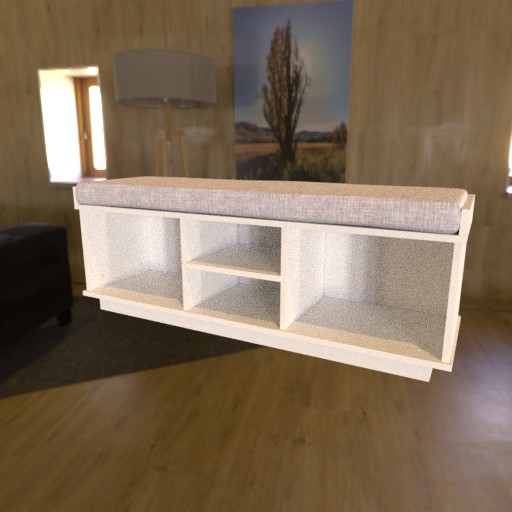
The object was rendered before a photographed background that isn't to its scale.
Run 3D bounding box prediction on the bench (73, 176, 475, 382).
[{"bbox_3d":[0.000,0.000,1.402,1.196,0.453,0.363,7,16,26],"label":"bench"}]
